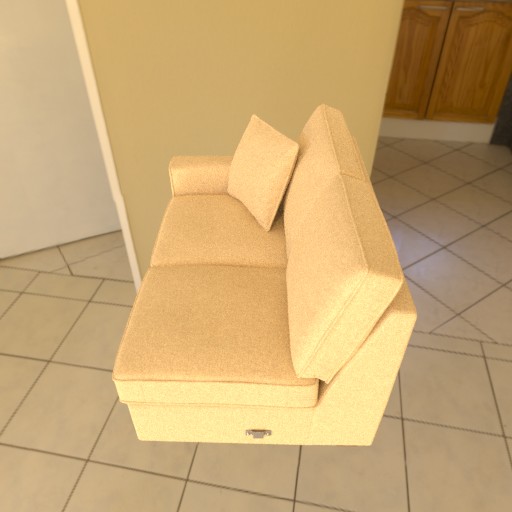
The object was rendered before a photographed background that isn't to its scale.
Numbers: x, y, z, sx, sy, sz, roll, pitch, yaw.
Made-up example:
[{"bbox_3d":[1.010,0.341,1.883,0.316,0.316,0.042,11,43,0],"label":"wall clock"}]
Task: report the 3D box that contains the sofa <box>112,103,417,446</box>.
[{"bbox_3d":[0.000,0.000,2.029,0.991,0.989,1.388,1,39,1],"label":"sofa"}]
